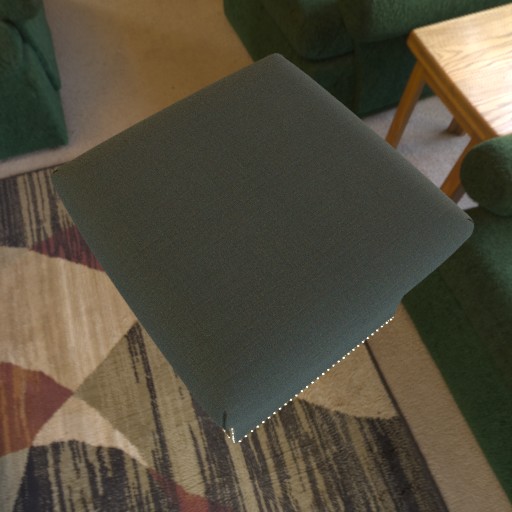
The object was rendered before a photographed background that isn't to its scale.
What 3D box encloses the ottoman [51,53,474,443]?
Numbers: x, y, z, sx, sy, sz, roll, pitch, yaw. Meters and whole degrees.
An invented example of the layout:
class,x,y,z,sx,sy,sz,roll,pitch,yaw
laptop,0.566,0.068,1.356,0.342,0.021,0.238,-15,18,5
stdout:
class,x,y,z,sx,sy,sz,roll,pitch,yaw
ottoman,0.000,0.000,0.868,0.497,0.475,0.507,-34,68,-16
